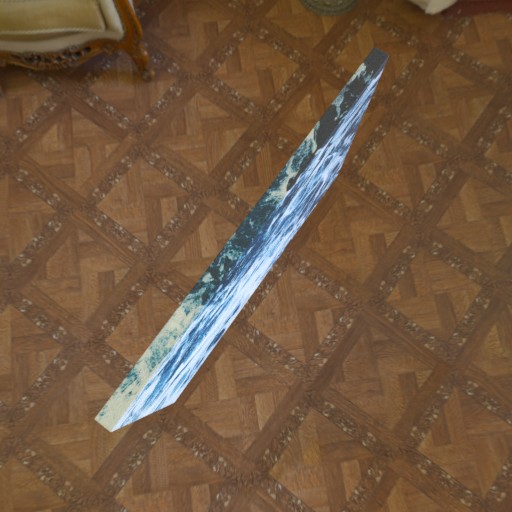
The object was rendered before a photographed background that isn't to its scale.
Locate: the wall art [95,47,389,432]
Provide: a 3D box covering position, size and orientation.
[{"bbox_3d":[0.000,0.000,1.141,0.042,0.610,0.915,35,79,8],"label":"wall art"}]
